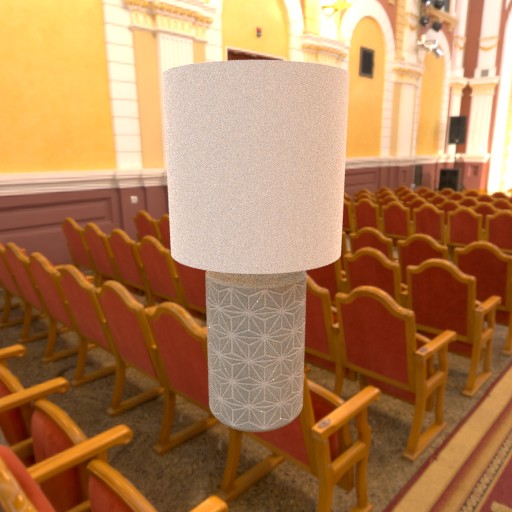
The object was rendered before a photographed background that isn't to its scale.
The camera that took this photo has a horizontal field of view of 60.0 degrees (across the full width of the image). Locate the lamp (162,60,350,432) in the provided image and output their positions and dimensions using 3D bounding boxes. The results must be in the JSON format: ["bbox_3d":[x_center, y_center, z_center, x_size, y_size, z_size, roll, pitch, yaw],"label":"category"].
[{"bbox_3d":[0.000,0.000,0.549,0.206,0.416,0.206,13,19,42],"label":"lamp"}]
